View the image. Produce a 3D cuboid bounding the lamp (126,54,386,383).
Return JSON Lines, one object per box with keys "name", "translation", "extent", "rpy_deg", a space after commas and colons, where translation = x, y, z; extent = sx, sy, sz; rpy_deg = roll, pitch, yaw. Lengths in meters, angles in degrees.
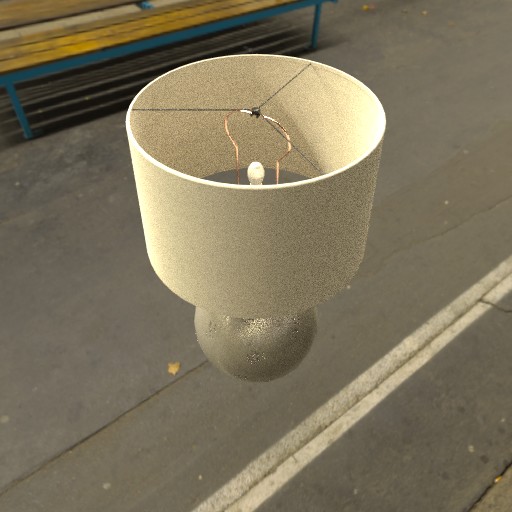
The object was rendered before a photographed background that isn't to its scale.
{"name": "lamp", "translation": [0.000, 0.000, 0.723], "extent": [0.330, 0.521, 0.330], "rpy_deg": [0, 47, 0]}
